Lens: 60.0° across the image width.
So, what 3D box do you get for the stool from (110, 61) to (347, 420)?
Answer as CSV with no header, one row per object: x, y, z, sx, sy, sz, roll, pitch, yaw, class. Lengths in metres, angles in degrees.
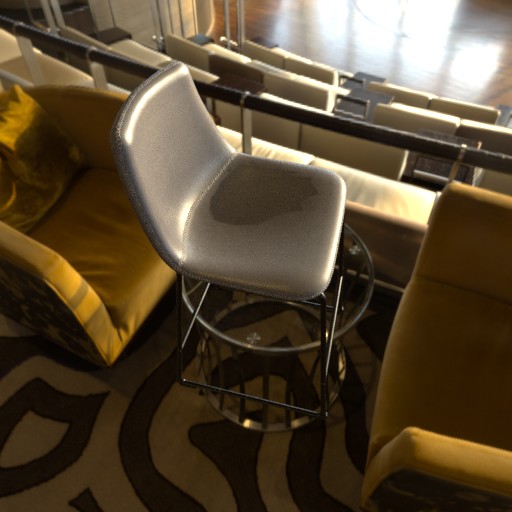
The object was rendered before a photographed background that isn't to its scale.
0.000,0.000,1.197,0.546,0.876,0.470,11,48,10,stool
